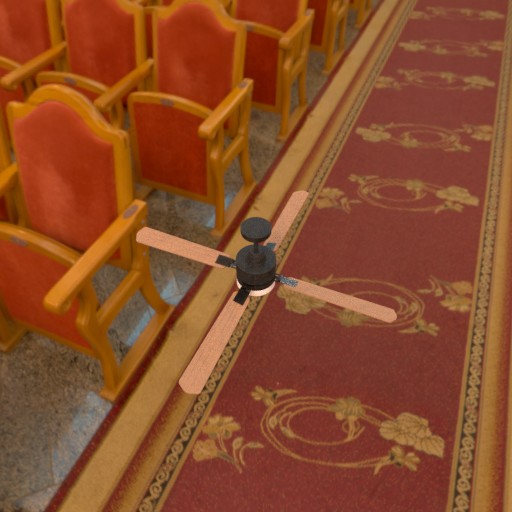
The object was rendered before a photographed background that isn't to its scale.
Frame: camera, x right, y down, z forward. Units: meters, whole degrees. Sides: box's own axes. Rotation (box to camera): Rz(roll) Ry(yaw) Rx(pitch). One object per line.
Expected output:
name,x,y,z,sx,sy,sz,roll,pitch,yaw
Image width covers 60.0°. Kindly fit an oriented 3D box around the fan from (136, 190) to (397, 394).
fan,0.000,0.000,2.009,1.320,0.355,1.320,18,49,16
